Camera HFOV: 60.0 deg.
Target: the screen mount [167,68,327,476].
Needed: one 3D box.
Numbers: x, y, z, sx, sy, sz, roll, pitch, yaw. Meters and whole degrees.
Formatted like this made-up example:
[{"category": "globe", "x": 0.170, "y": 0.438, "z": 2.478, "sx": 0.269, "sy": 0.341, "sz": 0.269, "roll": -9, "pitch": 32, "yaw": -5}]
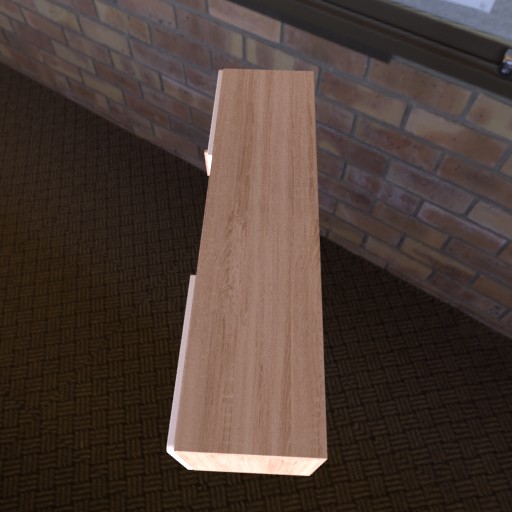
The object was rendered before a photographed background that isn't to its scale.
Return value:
[{"category": "screen mount", "x": 0.000, "y": 0.000, "z": 1.729, "sx": 0.420, "sy": 0.570, "sz": 1.500, "roll": 2, "pitch": 59, "yaw": 1}]
